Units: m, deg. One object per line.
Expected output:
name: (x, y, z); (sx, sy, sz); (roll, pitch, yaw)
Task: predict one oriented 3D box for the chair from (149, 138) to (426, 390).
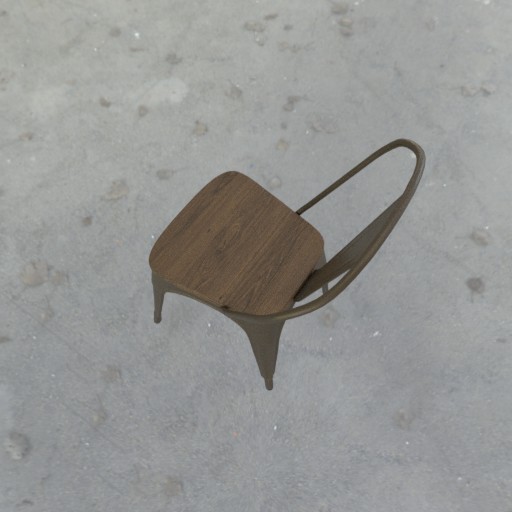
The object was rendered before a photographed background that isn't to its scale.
chair: (0.000, 0.000, 1.126); (0.532, 0.844, 0.451); (32, 68, 15)
